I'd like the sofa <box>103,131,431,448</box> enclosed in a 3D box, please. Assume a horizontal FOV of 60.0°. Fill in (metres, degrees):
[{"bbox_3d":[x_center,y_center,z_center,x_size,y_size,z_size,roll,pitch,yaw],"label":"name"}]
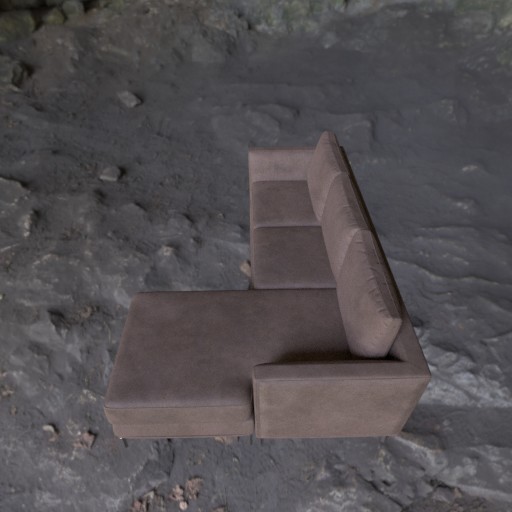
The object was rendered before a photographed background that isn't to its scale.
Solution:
[{"bbox_3d":[0.000,0.000,3.169,1.622,0.987,2.438,-1,40,-1],"label":"sofa"}]
